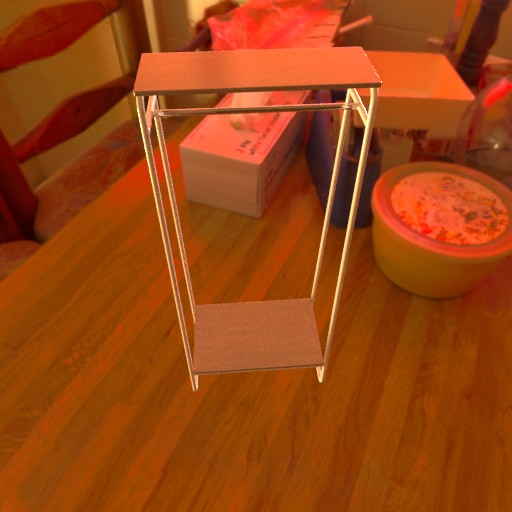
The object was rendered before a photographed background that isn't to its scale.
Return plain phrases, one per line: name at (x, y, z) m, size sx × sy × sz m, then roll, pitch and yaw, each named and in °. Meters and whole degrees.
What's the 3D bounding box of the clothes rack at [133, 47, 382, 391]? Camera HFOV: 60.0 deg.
clothes rack at (0.000, 0.000, 1.762) m, size 0.640 × 1.512 × 0.400 m, roll -3°, pitch 47°, yaw -3°
